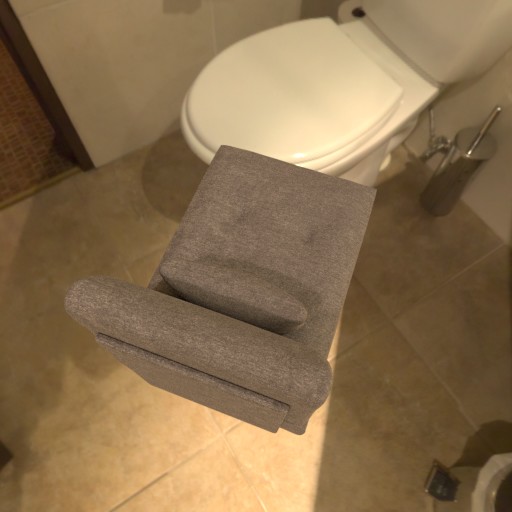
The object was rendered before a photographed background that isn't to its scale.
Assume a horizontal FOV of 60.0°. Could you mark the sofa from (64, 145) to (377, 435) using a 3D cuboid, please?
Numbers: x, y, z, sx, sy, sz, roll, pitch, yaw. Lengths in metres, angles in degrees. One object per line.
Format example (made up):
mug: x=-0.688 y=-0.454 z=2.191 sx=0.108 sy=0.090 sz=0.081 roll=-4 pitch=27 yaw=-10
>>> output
sofa: x=0.000 y=0.000 z=1.561 sx=0.700 sy=0.820 sz=1.000 roll=18 pitch=66 yaw=9
